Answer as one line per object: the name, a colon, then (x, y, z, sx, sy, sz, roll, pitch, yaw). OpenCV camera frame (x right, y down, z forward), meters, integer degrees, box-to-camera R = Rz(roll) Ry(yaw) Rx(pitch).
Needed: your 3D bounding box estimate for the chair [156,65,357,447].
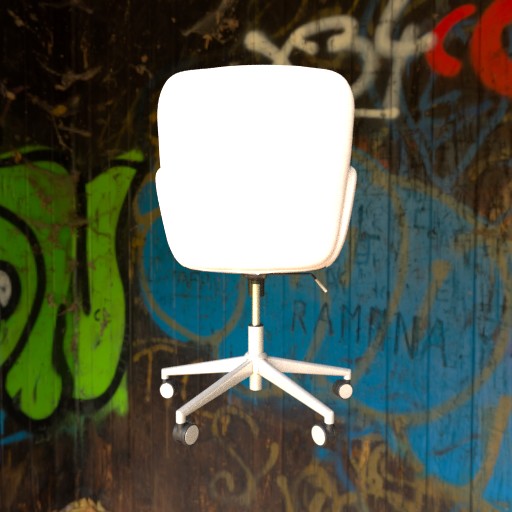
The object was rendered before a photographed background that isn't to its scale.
chair: (0.000, 0.000, 1.404, 0.648, 0.959, 0.633, 0, 2, 1)
